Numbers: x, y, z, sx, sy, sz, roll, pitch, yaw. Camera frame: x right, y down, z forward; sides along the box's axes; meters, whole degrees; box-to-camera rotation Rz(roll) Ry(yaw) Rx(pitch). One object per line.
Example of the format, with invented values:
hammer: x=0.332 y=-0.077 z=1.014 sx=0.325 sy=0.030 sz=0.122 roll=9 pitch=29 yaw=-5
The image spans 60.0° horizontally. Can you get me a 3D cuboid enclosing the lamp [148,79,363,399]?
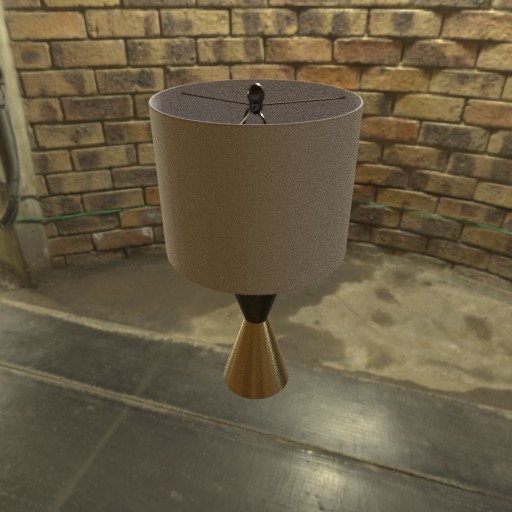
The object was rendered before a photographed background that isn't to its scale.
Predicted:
lamp: x=0.000 y=0.000 z=0.778 sx=0.304 sy=0.573 sz=0.304 roll=-11 pitch=33 yaw=-18
